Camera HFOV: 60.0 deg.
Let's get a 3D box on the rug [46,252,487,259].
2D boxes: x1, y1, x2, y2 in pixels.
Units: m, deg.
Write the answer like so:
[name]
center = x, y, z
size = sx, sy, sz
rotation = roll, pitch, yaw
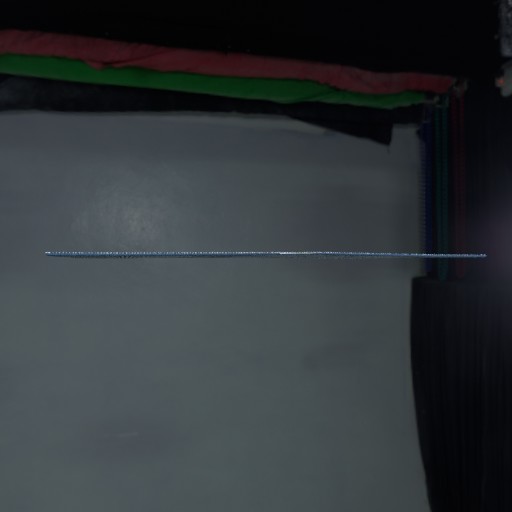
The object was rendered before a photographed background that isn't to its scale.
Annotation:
[rug]
center = 0.000, 0.000, 2.262
size = 1.793, 0.025, 1.159
rotation = 0, -1, -17
